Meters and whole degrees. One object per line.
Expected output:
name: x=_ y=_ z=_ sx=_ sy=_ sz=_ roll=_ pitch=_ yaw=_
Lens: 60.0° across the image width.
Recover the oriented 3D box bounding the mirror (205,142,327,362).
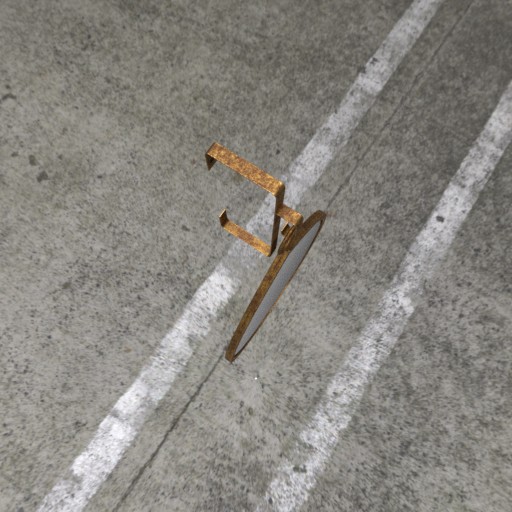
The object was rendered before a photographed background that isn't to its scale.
mirror: x=0.000 y=0.000 z=0.901 sx=0.144 sy=0.744 sz=0.405 roll=33 pitch=77 yaw=9
